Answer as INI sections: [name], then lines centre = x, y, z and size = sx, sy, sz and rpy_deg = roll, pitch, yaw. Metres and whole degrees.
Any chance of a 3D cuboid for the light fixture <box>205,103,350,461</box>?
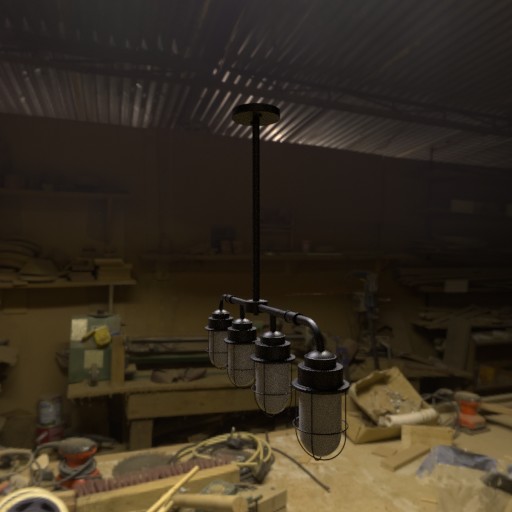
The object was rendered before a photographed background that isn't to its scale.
[light fixture]
centre = 0.000, 0.000, 1.200
size = 0.131, 0.785, 0.852
rpy_deg = 0, -1, -19
